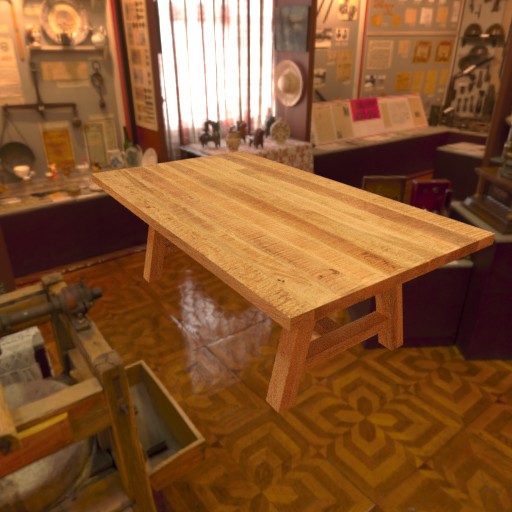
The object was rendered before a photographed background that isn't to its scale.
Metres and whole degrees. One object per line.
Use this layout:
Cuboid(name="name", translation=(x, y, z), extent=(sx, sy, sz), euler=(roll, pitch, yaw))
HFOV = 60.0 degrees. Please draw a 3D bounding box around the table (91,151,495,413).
Cuboid(name="table", translation=(0.000, 0.000, 1.666), extent=(0.760, 0.455, 1.320), euler=(-17, 31, -31))
